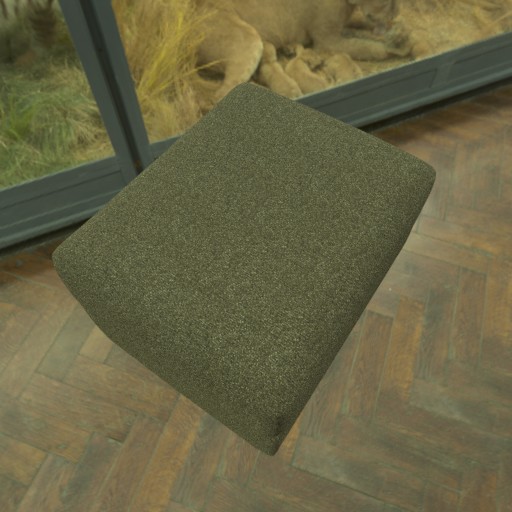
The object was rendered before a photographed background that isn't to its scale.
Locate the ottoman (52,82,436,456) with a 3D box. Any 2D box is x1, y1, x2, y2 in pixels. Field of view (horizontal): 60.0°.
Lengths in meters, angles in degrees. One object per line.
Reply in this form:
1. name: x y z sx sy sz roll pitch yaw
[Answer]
1. ottoman: 0.000 0.000 1.143 0.598 0.476 0.742 30 63 17
